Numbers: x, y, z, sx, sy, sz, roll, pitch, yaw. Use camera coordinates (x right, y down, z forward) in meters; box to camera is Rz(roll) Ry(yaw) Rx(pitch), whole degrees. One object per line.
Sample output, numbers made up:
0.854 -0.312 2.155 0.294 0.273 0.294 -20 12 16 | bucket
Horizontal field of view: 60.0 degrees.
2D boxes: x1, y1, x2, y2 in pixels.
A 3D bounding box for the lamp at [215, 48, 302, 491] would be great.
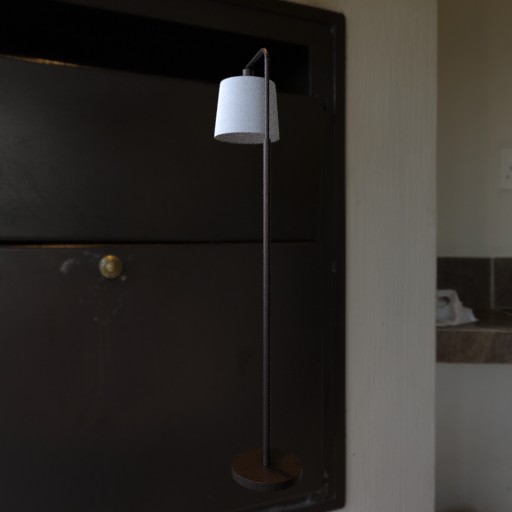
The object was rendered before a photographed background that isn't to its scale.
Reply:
0.000 0.000 1.633 0.254 1.478 0.508 0 1 -17 | lamp
